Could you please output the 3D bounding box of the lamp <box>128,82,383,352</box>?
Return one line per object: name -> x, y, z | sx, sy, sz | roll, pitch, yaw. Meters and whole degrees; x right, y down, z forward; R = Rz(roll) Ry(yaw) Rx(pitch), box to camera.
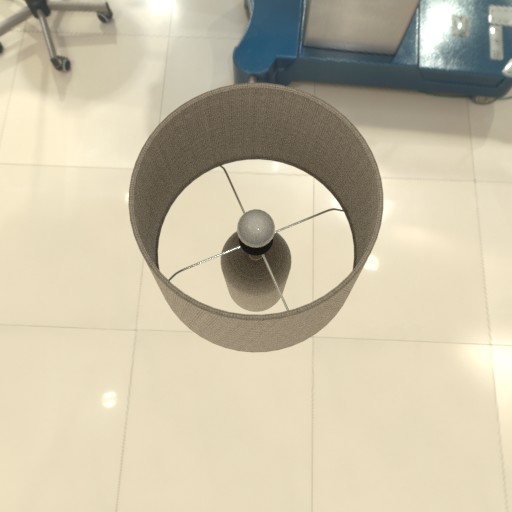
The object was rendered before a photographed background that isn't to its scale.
lamp -> 0.000, 0.000, 0.849 | 0.367, 0.609, 0.367 | 0, 75, 0
